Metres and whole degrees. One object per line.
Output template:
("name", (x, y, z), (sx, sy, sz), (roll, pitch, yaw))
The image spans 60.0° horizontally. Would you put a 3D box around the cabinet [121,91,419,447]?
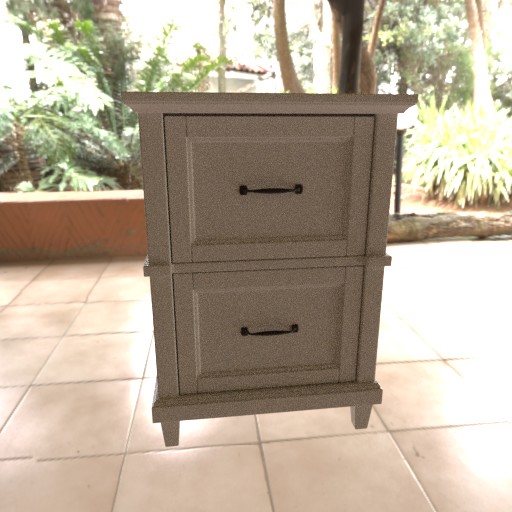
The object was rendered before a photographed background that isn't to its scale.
("cabinet", (0.000, 0.000, 1.168), (0.544, 0.775, 0.547), (-2, 17, -7))
